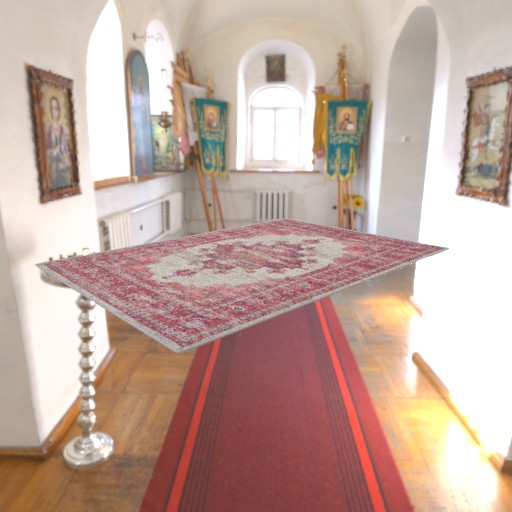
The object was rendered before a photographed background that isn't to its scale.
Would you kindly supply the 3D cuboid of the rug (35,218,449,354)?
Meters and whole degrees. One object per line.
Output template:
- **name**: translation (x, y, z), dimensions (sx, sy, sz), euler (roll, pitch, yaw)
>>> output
- **rug**: translation (0.000, 0.000, 2.881), dimensions (2.232, 0.011, 1.555), euler (-14, 21, -41)
